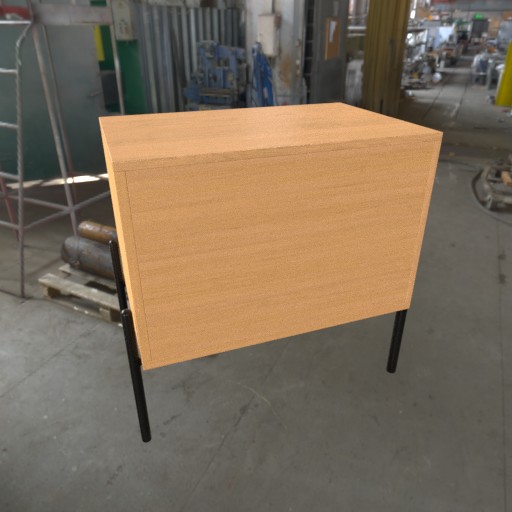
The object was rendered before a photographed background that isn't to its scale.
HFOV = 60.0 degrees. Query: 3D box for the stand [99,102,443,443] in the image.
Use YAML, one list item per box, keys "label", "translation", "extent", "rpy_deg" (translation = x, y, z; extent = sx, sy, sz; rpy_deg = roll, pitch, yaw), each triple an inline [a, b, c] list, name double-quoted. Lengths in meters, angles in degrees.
- label: "stand"
  translation: [0.000, 0.000, 1.024]
  extent: [0.630, 0.600, 0.400]
  rpy_deg: [-10, 29, -18]
